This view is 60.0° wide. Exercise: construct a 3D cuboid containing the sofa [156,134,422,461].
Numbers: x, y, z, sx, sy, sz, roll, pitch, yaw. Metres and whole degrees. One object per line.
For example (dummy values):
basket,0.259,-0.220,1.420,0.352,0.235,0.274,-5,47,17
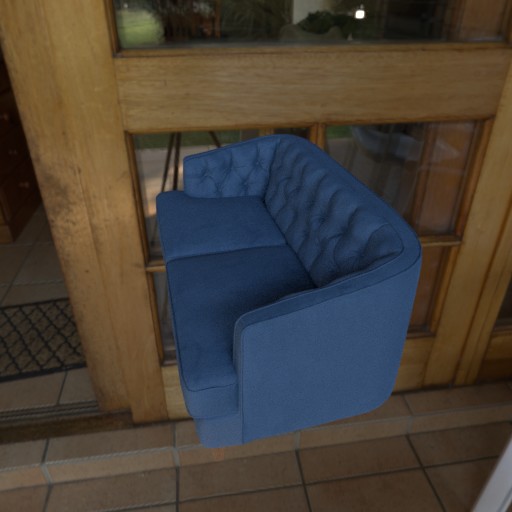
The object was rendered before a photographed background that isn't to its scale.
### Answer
sofa,0.000,0.000,2.286,0.941,0.854,1.733,-7,32,-12
